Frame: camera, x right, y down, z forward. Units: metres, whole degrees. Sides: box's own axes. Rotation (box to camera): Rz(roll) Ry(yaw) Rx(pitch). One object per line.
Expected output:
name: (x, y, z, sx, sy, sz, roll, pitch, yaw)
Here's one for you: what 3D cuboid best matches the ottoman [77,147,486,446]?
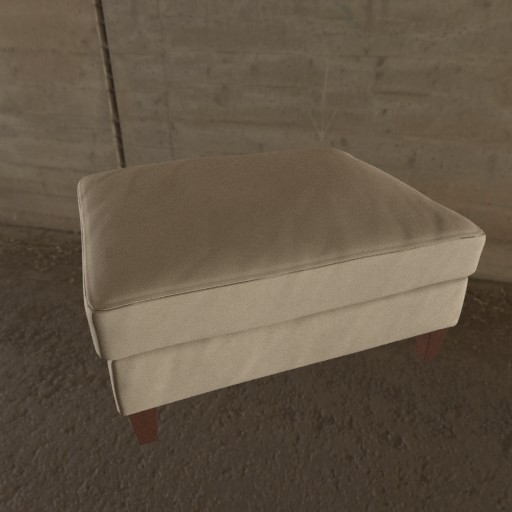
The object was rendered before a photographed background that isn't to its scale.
ottoman: (0.000, 0.000, 1.419, 1.002, 0.492, 0.836, -10, 32, -18)
